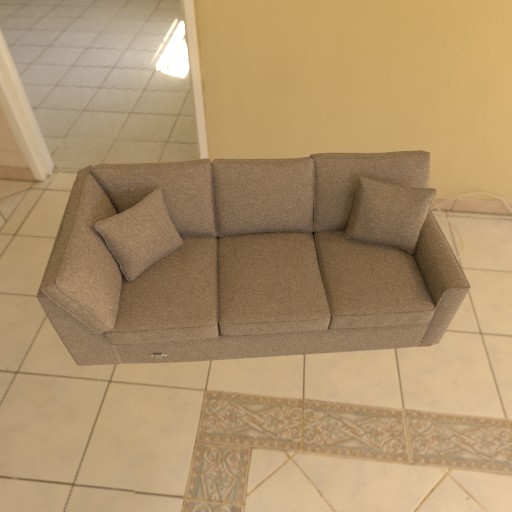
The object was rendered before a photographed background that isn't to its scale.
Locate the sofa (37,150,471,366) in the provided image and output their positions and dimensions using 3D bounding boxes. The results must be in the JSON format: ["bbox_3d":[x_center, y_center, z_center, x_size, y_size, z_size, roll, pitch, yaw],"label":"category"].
[{"bbox_3d":[0.000,0.000,2.813,2.317,0.962,1.061,-3,47,-3],"label":"sofa"}]
